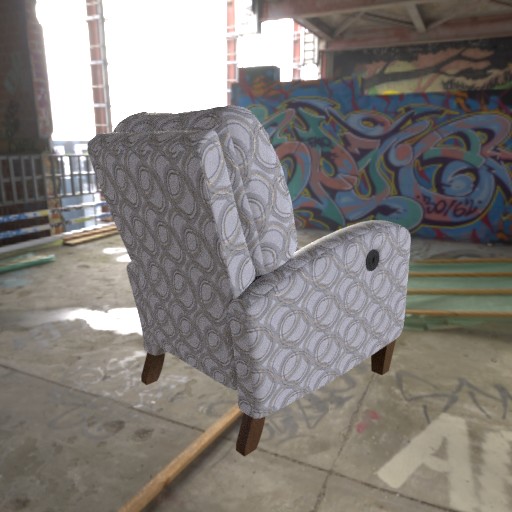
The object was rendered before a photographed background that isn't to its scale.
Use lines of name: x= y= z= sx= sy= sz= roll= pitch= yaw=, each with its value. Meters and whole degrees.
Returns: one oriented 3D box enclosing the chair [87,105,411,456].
chair: x=0.000 y=0.000 z=1.725 sx=0.995 sy=1.065 sz=0.796 roll=-14 pitch=20 yaw=-42
